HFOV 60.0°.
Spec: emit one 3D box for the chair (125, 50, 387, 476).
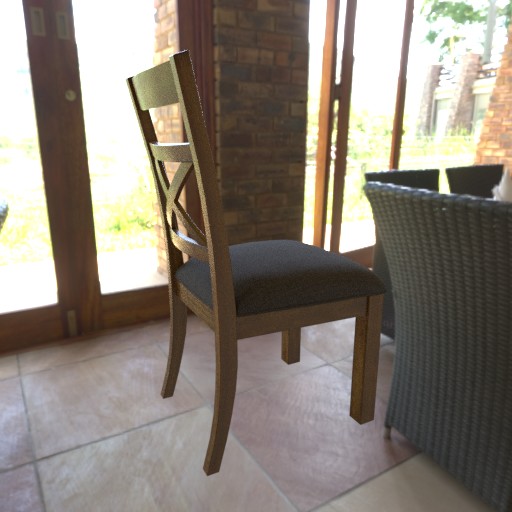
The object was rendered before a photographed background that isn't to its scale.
[{"bbox_3d":[0.000,0.000,1.228,0.581,0.949,0.470,-8,17,-27],"label":"chair"}]
